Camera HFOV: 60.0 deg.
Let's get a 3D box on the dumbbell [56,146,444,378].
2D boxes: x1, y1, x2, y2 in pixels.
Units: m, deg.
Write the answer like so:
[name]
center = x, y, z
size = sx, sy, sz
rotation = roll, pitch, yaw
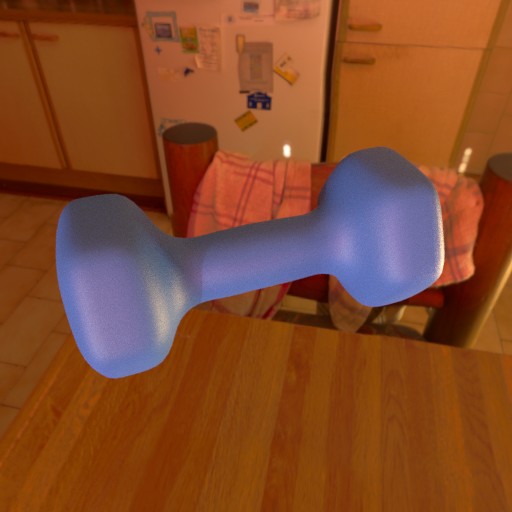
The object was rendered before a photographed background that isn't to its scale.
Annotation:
[dumbbell]
center = 0.000, 0.000, 0.262
size = 0.212, 0.093, 0.103
rotation = -12, 42, -14
